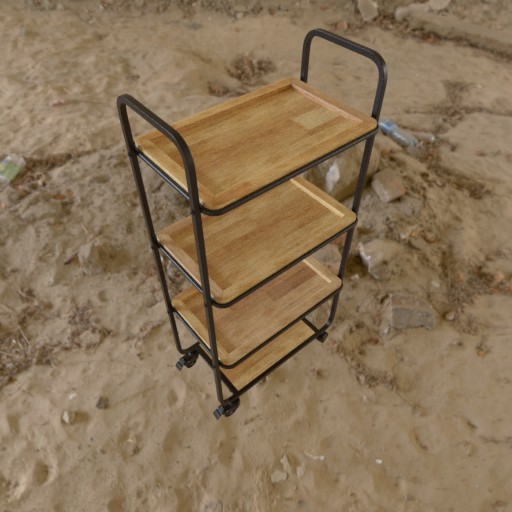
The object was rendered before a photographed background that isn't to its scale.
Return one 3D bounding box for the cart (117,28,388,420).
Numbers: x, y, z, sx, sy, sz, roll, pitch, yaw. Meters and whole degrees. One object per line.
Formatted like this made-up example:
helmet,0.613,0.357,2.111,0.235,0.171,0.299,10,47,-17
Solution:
cart,0.000,0.000,1.286,0.545,1.080,0.321,-31,54,-26
